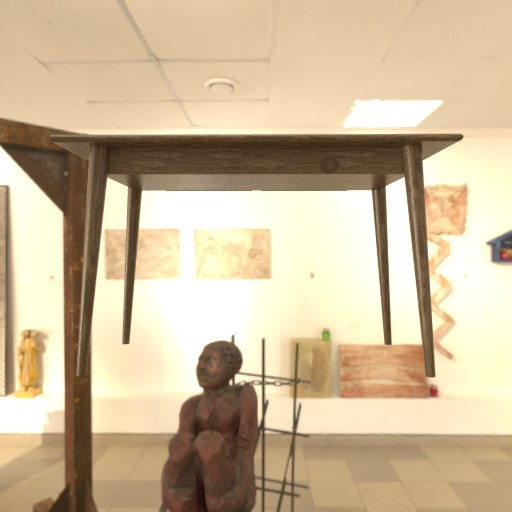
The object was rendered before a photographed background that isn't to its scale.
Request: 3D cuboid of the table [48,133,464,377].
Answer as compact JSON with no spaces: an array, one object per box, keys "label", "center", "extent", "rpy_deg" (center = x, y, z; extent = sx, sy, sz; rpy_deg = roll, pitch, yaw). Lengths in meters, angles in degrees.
[{"label":"table","center":[0.000,0.000,1.695],"extent":[1.300,0.780,0.599],"rpy_deg":[0,1,1]}]
